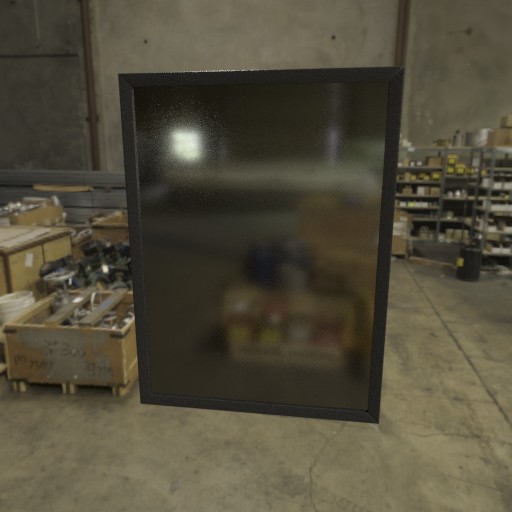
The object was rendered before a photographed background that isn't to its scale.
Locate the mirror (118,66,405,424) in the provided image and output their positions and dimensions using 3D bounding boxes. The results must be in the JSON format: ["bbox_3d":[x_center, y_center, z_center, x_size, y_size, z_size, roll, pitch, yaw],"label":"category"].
[{"bbox_3d":[0.000,0.000,1.303,0.762,1.016,0.040,2,14,8],"label":"mirror"}]
